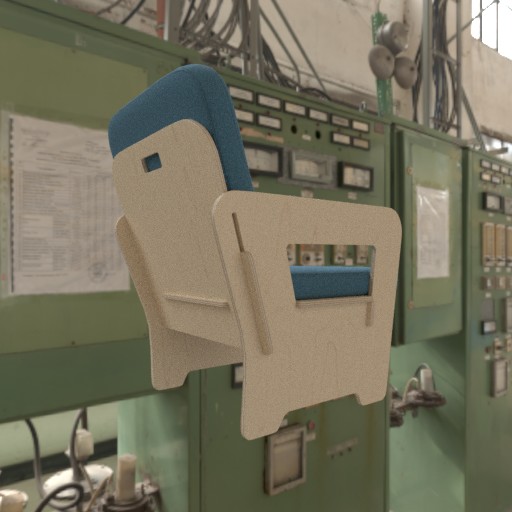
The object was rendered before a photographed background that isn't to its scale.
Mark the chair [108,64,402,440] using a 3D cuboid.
[{"bbox_3d":[0.000,0.000,1.178,0.657,0.747,0.547,0,-1,-37],"label":"chair"}]
